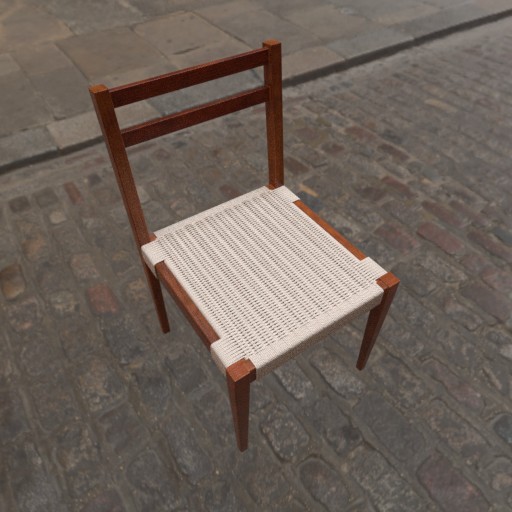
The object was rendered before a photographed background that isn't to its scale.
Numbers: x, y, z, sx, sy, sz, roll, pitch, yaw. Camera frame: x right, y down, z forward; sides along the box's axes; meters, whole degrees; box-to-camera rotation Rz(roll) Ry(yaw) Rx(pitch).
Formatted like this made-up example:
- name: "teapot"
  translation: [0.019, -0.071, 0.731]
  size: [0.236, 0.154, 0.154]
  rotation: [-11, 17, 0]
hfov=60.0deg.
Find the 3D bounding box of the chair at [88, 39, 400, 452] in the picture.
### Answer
- name: "chair"
  translation: [0.000, 0.000, 1.190]
  size: [0.495, 0.851, 0.569]
  rotation: [-26, 51, -23]
